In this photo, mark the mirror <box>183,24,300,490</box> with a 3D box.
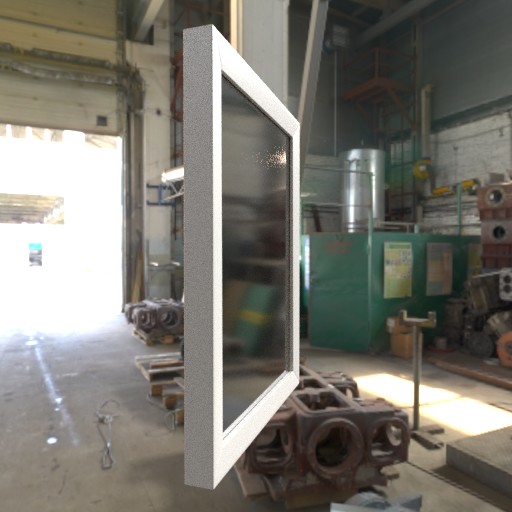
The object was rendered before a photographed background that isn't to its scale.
[{"bbox_3d":[0.000,0.000,0.680,0.041,0.508,0.405,0,1,19],"label":"mirror"}]
